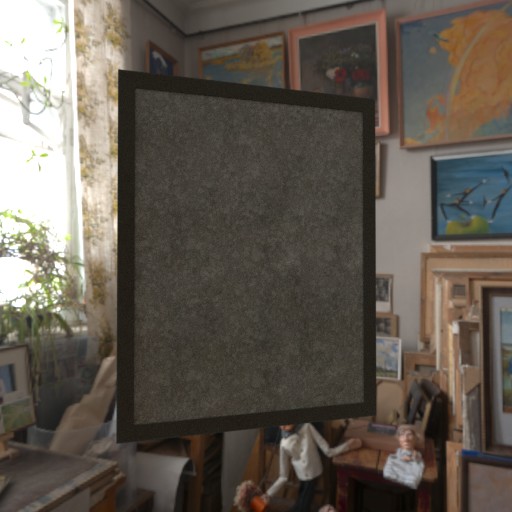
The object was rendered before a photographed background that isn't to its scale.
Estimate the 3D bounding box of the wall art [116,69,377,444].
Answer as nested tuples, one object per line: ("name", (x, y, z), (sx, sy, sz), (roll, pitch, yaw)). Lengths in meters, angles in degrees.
("wall art", (0.000, 0.000, 1.283), (0.767, 0.983, 0.030), (0, -1, -16))
